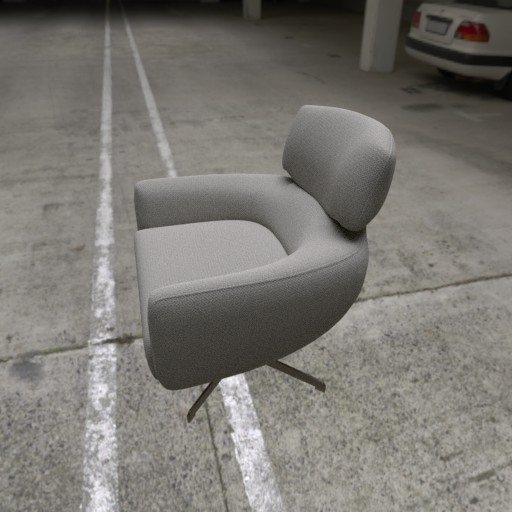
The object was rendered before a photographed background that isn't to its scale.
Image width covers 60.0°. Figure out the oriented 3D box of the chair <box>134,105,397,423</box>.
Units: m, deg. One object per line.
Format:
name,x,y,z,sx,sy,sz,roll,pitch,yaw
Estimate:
chair,0.000,0.000,1.382,0.730,0.810,0.760,-8,31,-14
